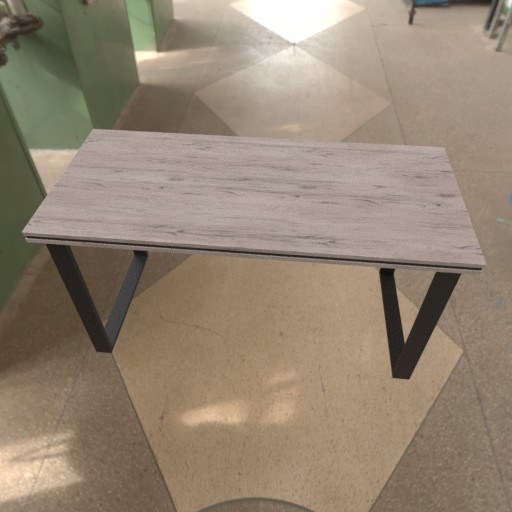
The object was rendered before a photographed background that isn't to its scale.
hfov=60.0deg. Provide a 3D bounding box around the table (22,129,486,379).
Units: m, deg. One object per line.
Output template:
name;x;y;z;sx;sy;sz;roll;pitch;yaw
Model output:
table;0.000;0.000;2.284;1.778;0.899;0.795;4;46;4
